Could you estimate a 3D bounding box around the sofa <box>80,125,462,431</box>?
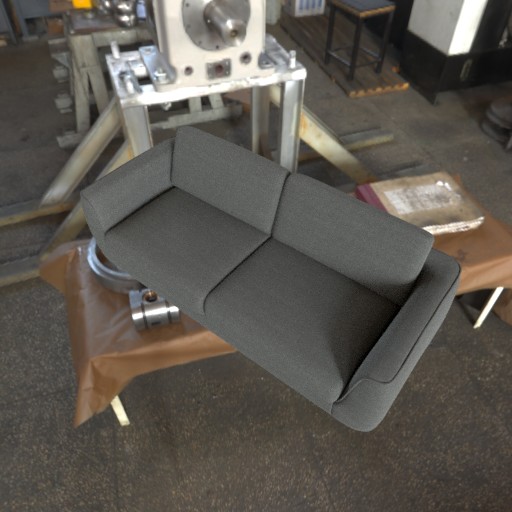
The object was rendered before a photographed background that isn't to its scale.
[{"bbox_3d":[0.000,0.000,2.492,2.000,0.850,0.920,29,53,26],"label":"sofa"}]
